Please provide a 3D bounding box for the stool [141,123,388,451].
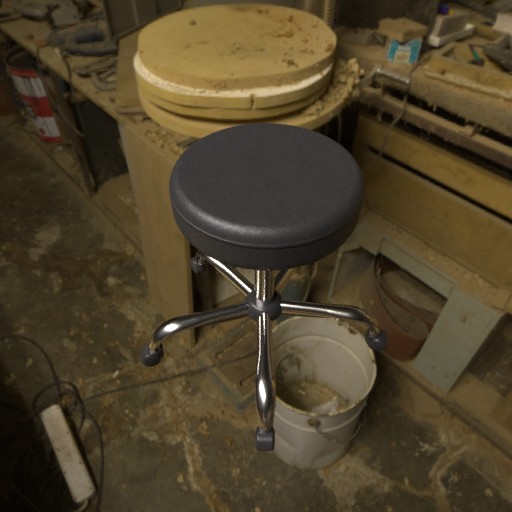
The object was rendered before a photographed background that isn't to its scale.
[{"bbox_3d":[0.000,0.000,1.130,0.673,0.576,0.638,-31,53,-27],"label":"stool"}]
